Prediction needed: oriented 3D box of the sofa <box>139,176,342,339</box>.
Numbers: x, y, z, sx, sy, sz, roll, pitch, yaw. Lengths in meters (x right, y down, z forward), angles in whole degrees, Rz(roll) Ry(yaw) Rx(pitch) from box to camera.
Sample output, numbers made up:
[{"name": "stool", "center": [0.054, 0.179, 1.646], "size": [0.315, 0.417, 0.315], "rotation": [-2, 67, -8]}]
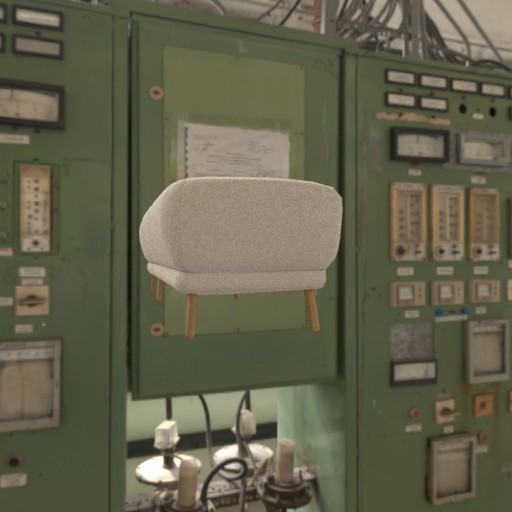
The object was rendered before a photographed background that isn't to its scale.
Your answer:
[{"name": "sofa", "center": [0.000, 0.000, 3.315], "size": [1.610, 0.730, 2.660], "rotation": [0, 0, -17]}]
